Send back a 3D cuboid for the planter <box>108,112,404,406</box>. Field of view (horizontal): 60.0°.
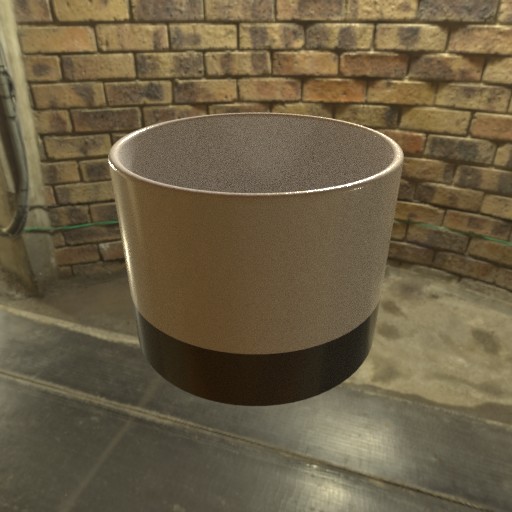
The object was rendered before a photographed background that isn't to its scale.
[{"bbox_3d":[0.000,0.000,0.344,0.193,0.177,0.193,0,30,0],"label":"planter"}]
